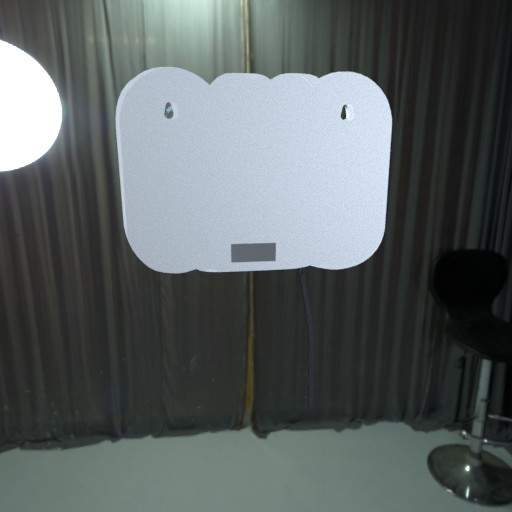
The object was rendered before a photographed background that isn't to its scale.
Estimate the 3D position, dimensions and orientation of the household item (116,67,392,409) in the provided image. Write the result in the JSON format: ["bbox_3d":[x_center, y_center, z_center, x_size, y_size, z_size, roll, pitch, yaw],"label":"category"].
[{"bbox_3d":[0.000,0.000,0.382,0.211,0.294,0.042,-2,14,-8],"label":"household item"}]
